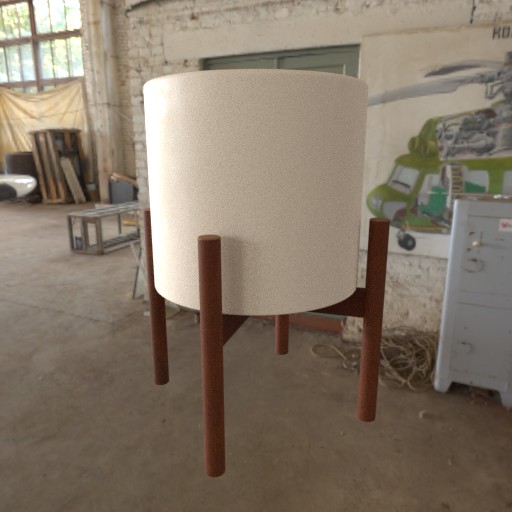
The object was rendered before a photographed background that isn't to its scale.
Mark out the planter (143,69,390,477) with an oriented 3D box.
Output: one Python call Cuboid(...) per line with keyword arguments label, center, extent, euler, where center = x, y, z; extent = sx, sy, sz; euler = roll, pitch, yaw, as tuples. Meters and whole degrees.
Cuboid(label="planter", center=(0.000, 0.000, 0.497), extent=(0.224, 0.358, 0.224), euler=(-7, 16, -27))
